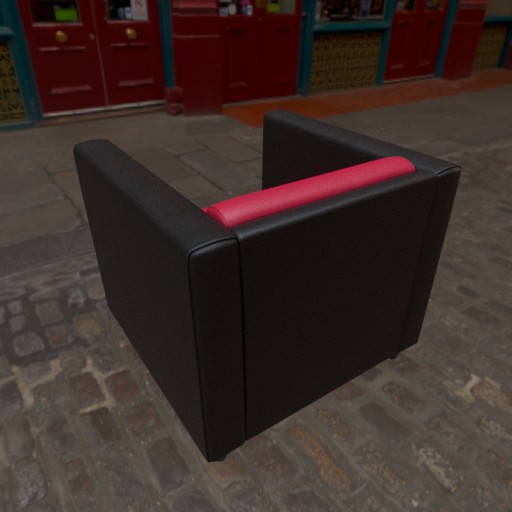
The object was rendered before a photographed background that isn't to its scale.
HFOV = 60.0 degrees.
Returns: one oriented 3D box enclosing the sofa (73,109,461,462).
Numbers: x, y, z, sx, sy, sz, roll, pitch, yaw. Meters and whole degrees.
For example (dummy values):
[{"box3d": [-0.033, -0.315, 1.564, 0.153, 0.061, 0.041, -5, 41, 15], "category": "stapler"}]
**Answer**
[{"box3d": [0.000, 0.000, 1.457, 0.839, 0.724, 0.809, -19, 36, -29], "category": "sofa"}]
